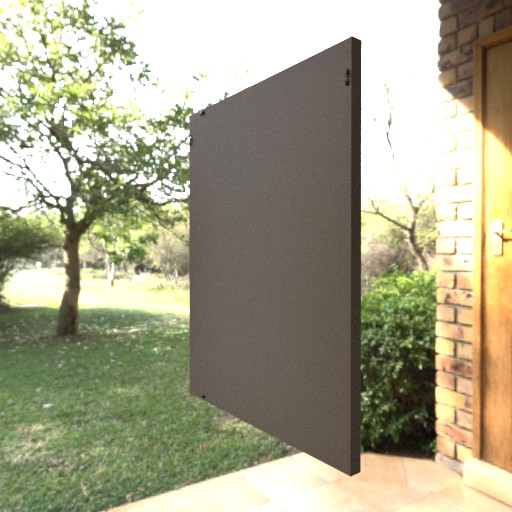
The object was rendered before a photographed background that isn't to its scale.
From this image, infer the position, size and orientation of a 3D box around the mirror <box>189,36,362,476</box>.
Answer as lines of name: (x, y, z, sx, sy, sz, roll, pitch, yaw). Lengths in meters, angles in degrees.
mirror: (0.000, 0.000, 1.332, 0.040, 1.016, 0.762, 0, 1, -37)
